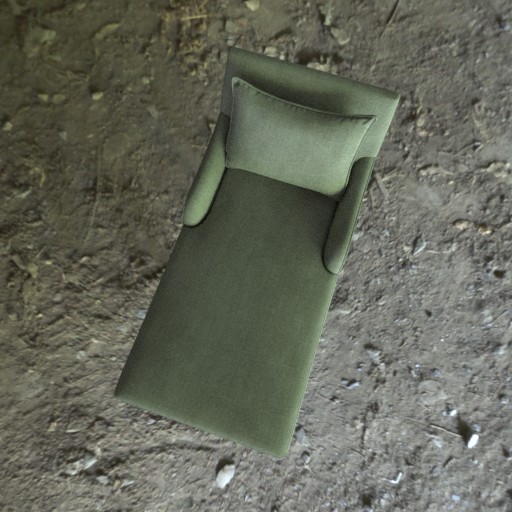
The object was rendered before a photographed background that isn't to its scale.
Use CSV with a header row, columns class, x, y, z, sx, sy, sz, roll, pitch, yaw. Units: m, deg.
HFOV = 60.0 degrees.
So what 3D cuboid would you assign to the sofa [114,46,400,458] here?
class,x,y,z,sx,sy,sz,roll,pitch,yaw
sofa,0.000,0.000,2.297,0.894,0.859,1.779,18,74,5
